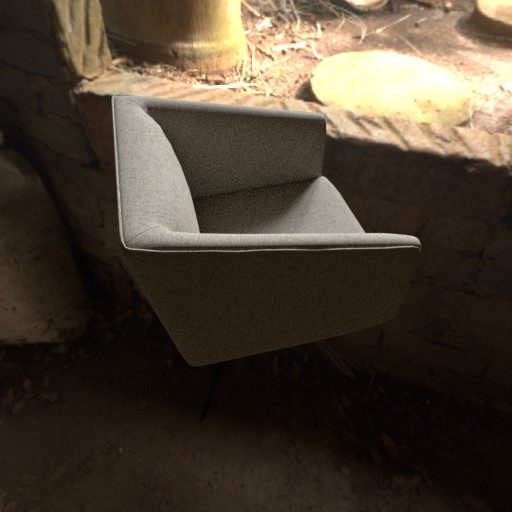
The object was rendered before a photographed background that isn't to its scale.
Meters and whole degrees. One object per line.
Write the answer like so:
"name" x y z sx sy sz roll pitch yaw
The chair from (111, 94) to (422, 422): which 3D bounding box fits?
"chair" 0.000 0.000 1.260 0.623 0.760 0.628 -10 46 -10
